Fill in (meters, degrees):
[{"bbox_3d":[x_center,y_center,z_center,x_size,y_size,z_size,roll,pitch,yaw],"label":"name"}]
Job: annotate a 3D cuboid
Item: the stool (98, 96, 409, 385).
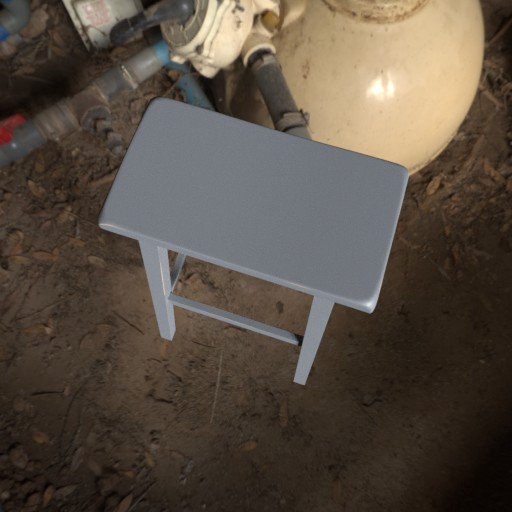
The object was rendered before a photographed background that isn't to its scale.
[{"bbox_3d":[0.000,0.000,1.047,0.457,0.737,0.476,17,75,5],"label":"stool"}]
